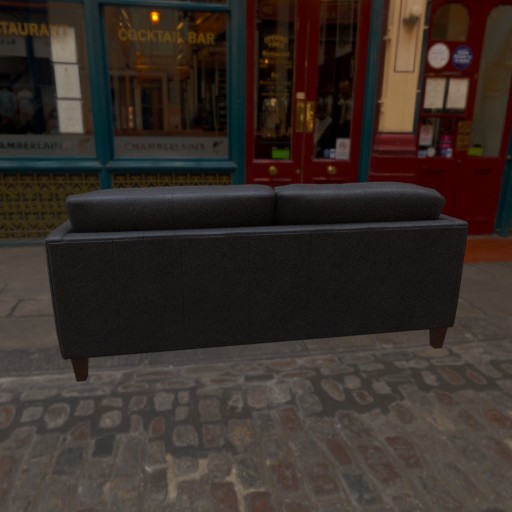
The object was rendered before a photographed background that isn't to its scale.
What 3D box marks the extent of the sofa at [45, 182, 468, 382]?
[{"bbox_3d":[0.000,0.000,2.489,1.971,0.863,0.933,-3,16,-10],"label":"sofa"}]
